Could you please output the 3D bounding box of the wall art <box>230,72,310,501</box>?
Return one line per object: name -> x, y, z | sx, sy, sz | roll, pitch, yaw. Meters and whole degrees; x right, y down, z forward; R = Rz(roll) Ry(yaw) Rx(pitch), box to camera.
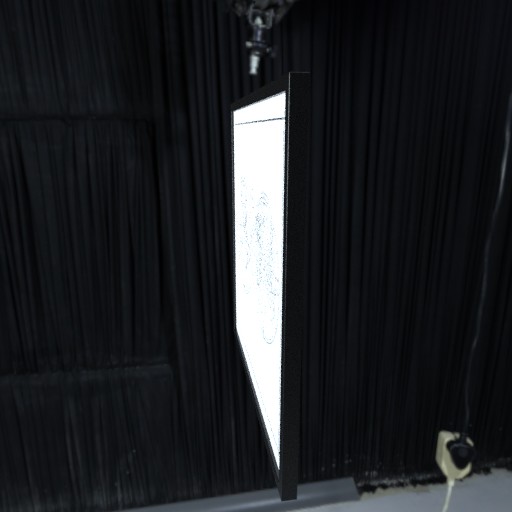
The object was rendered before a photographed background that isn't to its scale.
wall art -> 0.000, 0.000, 1.125 | 0.031, 0.775, 0.773 | -3, 16, -9
